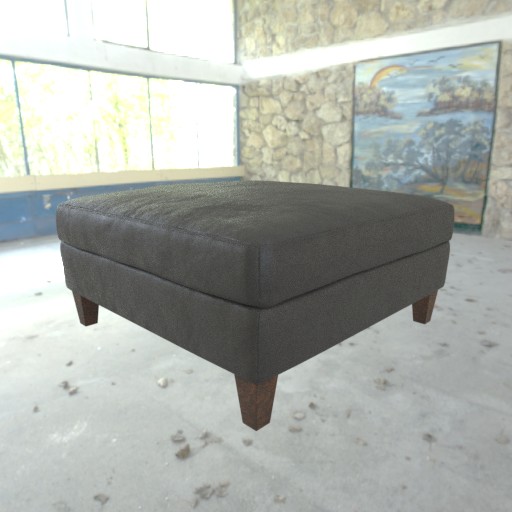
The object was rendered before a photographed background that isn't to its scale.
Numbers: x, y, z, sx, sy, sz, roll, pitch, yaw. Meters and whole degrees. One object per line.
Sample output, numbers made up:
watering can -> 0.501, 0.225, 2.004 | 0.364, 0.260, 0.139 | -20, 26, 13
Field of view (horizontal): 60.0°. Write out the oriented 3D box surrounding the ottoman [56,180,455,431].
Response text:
ottoman -> 0.000, 0.000, 1.295 | 0.836, 0.415, 0.844 | 13, 19, 43
